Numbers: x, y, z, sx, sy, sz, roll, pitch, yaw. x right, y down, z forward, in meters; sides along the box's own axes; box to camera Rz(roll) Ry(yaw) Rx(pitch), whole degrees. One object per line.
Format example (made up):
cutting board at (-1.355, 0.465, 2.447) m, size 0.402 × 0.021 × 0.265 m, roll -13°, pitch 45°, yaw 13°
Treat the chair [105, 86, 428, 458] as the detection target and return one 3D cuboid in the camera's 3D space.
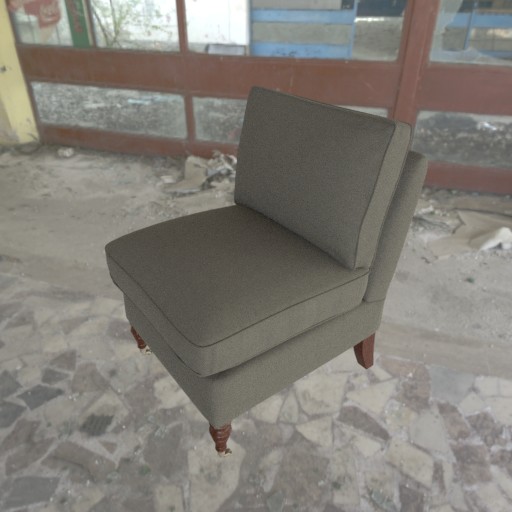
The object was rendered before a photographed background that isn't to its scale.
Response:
chair at (0.000, 0.000, 1.640) m, size 0.924 × 1.045 × 0.724 m, roll -22°, pitch 38°, yaw -31°
